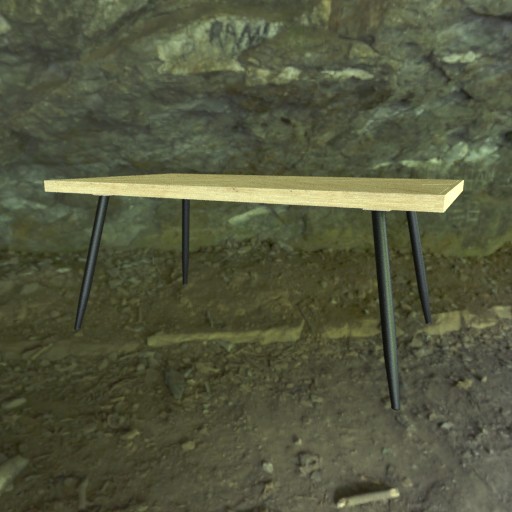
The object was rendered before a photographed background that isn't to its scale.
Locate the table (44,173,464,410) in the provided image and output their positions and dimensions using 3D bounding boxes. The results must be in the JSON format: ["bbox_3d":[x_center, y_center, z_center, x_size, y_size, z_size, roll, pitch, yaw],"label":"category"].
[{"bbox_3d":[0.000,0.000,2.256,1.803,0.762,0.991,7,14,27],"label":"table"}]
